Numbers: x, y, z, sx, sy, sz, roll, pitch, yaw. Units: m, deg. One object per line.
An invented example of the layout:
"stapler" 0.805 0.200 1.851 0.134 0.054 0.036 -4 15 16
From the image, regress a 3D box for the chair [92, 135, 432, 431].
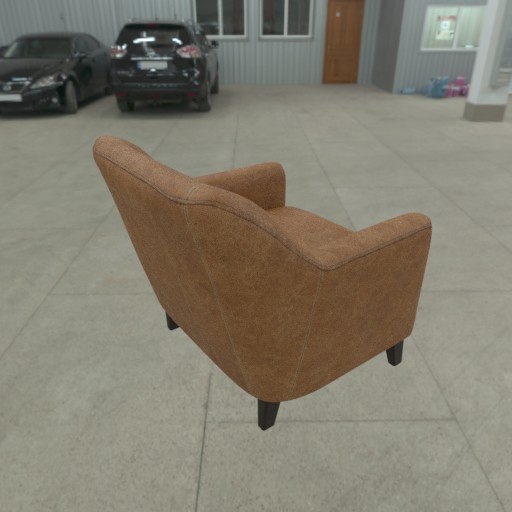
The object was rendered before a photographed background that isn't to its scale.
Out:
"chair" 0.000 0.000 1.862 1.034 0.980 1.037 -19 33 -32
